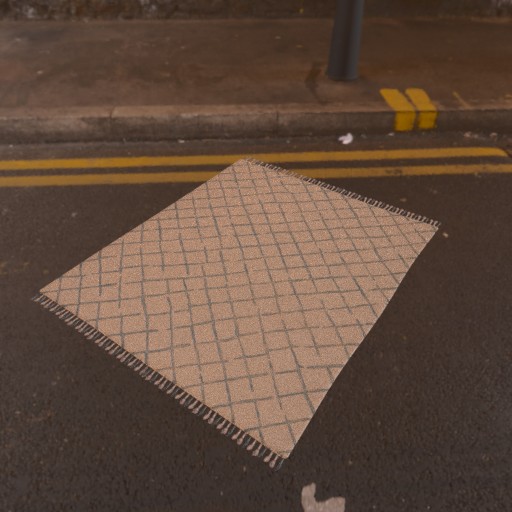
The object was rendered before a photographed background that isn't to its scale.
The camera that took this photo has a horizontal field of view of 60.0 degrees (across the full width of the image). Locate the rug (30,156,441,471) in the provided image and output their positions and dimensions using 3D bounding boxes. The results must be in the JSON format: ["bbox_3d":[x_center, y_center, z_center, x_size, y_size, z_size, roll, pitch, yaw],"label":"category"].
[{"bbox_3d":[0.000,0.000,4.788,2.892,0.036,3.585,25,46,26],"label":"rug"}]
